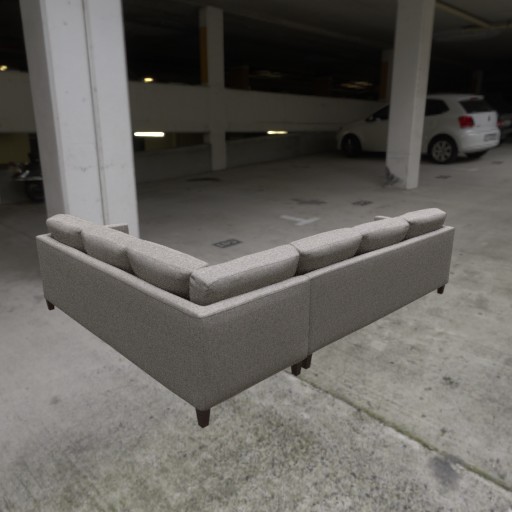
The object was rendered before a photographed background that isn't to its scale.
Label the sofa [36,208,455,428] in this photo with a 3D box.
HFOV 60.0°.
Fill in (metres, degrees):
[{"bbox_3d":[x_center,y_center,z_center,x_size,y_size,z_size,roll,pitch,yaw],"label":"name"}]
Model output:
[{"bbox_3d":[0.000,0.000,4.395,3.302,0.947,2.593,-15,22,-42],"label":"sofa"}]
